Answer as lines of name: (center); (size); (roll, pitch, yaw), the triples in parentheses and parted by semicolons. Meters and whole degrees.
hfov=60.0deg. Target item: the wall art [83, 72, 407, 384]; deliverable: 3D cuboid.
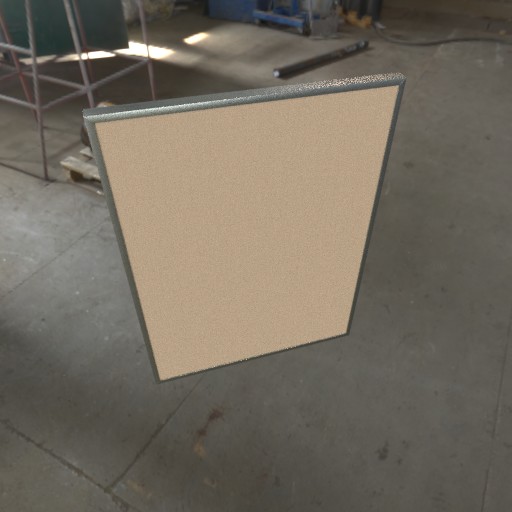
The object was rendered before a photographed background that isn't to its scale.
wall art: (0.000, 0.000, 1.426); (0.803, 1.062, 0.041); (-11, 43, -13)
